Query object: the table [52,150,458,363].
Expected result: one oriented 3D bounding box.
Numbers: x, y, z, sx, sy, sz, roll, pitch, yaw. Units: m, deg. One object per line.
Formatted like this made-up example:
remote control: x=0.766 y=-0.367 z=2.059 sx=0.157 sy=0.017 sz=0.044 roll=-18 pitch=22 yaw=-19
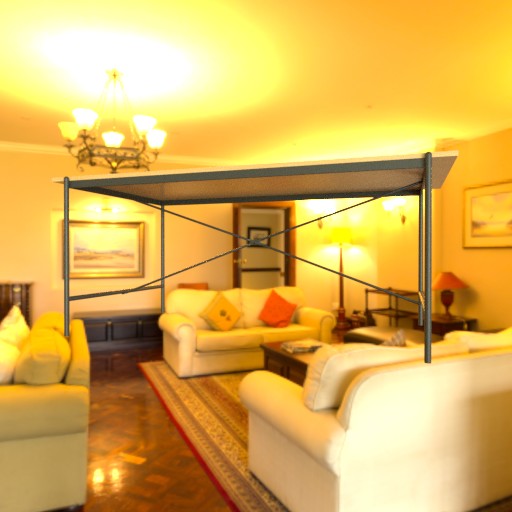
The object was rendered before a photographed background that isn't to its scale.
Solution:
table: x=0.000 y=0.000 z=2.263 sx=1.800 sy=0.758 sz=0.900 roll=0 pitch=0 yaw=19
